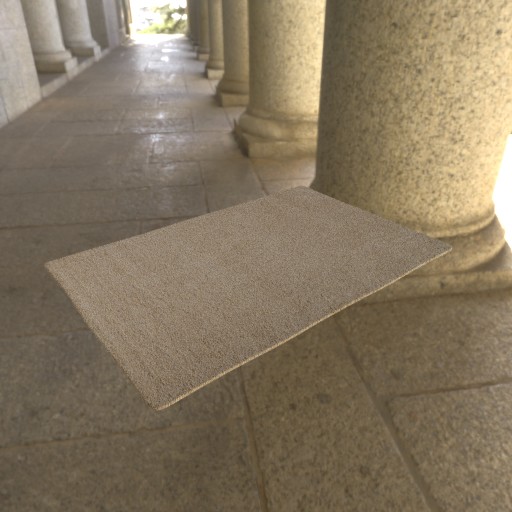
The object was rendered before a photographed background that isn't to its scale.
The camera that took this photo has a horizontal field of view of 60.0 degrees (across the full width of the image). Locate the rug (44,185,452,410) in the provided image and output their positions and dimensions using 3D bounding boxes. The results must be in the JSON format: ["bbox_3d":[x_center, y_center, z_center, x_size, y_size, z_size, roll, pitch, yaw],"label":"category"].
[{"bbox_3d":[0.000,0.000,3.484,2.700,0.024,1.801,-21,36,-33],"label":"rug"}]
